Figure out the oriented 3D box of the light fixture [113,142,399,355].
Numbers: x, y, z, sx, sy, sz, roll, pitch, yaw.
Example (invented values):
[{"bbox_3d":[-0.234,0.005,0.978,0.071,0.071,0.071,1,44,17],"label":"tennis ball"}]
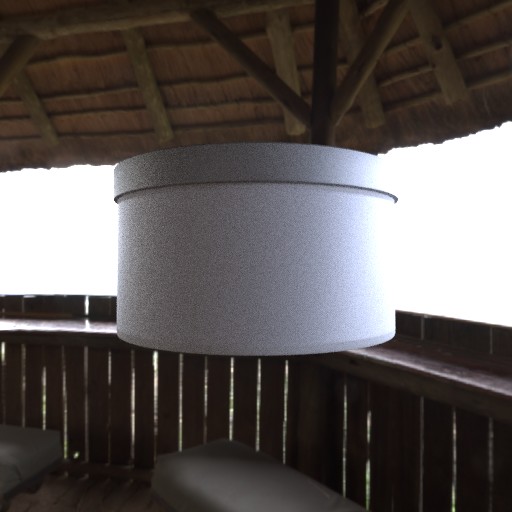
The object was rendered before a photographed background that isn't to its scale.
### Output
[{"bbox_3d":[0.000,0.000,0.639,0.393,0.229,0.393,0,-1,0],"label":"light fixture"}]
